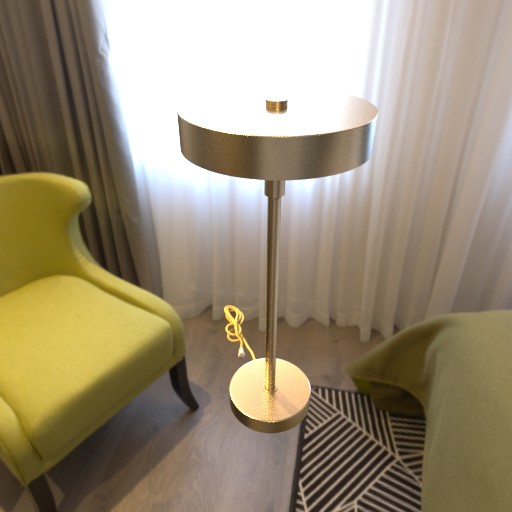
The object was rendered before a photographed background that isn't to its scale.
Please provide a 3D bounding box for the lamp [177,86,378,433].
[{"bbox_3d":[0.000,0.000,0.698,0.229,0.508,0.369,-11,34,-17],"label":"lamp"}]
